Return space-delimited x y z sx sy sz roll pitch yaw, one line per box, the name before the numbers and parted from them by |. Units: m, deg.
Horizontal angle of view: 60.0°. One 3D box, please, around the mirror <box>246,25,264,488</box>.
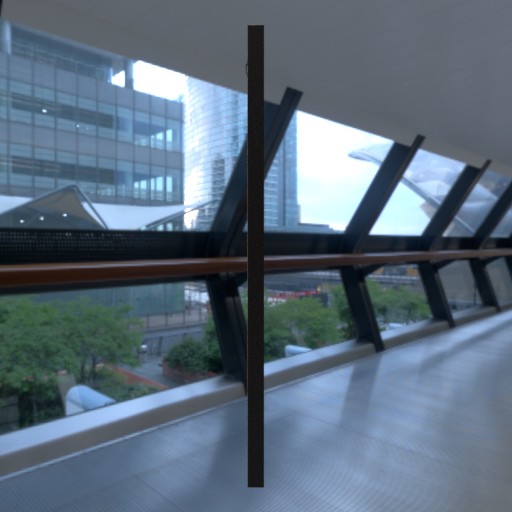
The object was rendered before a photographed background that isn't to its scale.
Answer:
mirror | 0.000 0.000 1.354 0.041 1.016 0.762 0 0 0
